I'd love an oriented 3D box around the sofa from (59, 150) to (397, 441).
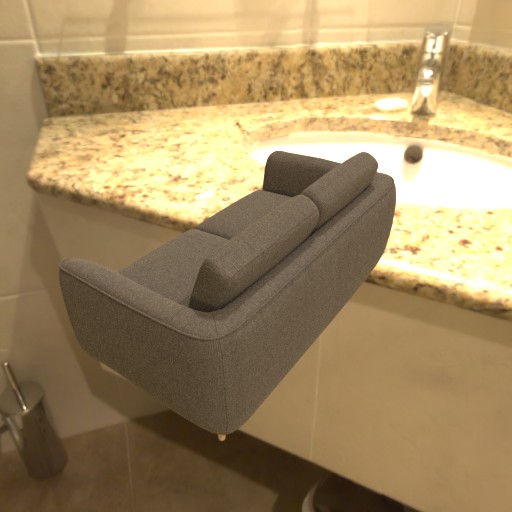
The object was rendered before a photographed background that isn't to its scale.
[{"bbox_3d":[0.000,0.000,2.259,0.920,0.870,1.700,21,38,29],"label":"sofa"}]
